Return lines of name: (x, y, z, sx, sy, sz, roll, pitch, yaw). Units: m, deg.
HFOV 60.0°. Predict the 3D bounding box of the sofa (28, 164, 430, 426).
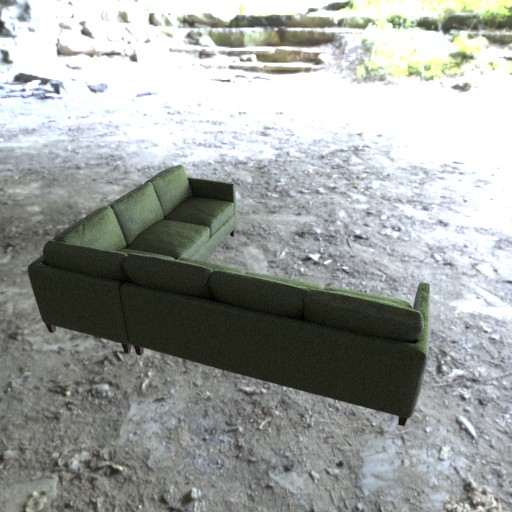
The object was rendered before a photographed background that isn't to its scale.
sofa: (0.000, 0.000, 4.465, 3.302, 0.947, 2.593, 10, 31, 17)
